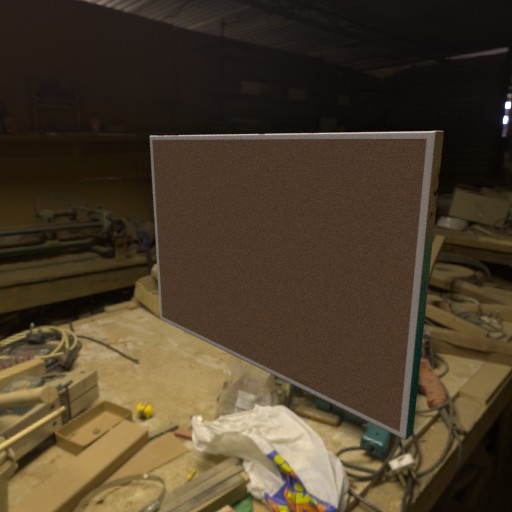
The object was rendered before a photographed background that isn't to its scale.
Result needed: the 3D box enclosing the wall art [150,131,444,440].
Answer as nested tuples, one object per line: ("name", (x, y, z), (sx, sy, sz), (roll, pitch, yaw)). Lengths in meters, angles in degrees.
("wall art", (0.000, 0.000, 1.450), (0.040, 0.769, 1.136), (-14, 20, -43))
